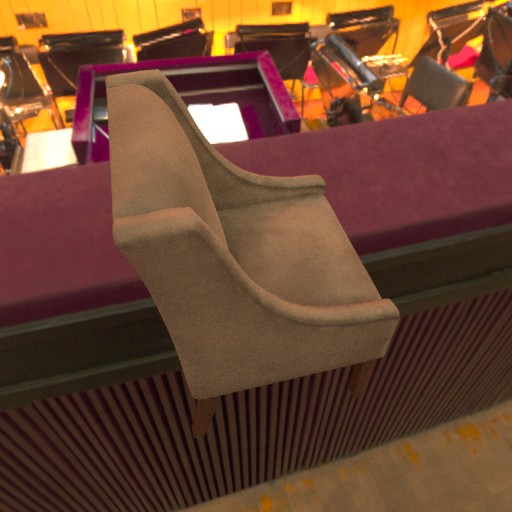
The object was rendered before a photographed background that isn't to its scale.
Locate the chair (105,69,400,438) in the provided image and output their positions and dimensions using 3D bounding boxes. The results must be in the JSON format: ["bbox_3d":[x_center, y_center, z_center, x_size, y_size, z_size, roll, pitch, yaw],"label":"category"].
[{"bbox_3d":[0.000,0.000,1.283,0.629,0.895,0.629,-11,48,-10],"label":"chair"}]
